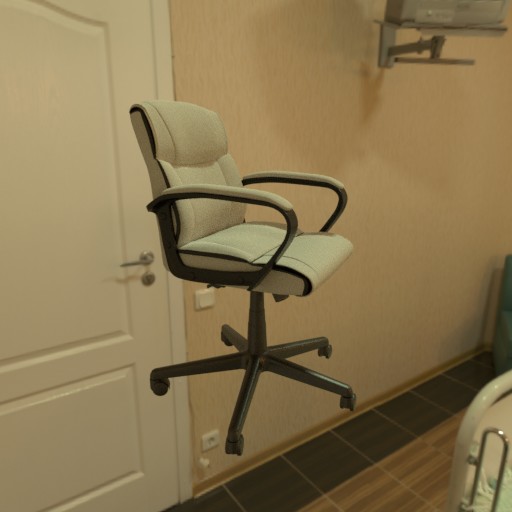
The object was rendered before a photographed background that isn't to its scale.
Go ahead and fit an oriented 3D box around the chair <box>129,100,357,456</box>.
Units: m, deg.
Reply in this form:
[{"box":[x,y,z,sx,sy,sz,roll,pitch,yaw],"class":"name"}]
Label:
[{"box":[0.000,0.000,1.487,0.717,1.004,0.739,7,17,25],"class":"chair"}]
